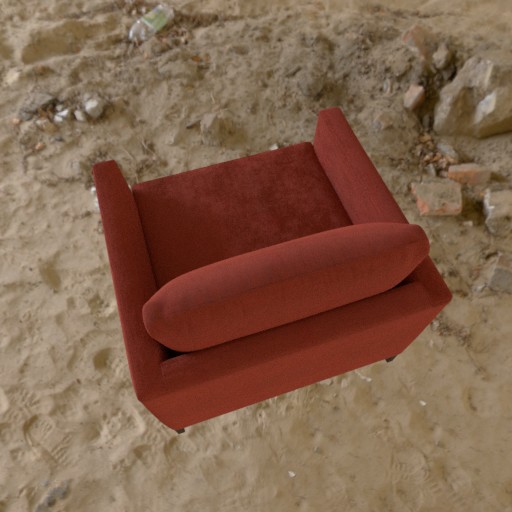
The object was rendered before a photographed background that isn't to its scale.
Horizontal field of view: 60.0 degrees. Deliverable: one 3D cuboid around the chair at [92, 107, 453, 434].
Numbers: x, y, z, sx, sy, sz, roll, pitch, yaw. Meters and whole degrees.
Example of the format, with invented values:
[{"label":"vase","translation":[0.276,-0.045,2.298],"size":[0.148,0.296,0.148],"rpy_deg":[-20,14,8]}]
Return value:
[{"label":"chair","translation":[0.000,0.000,1.601],"size":[0.964,0.812,0.875],"rpy_deg":[-16,61,-9]}]
